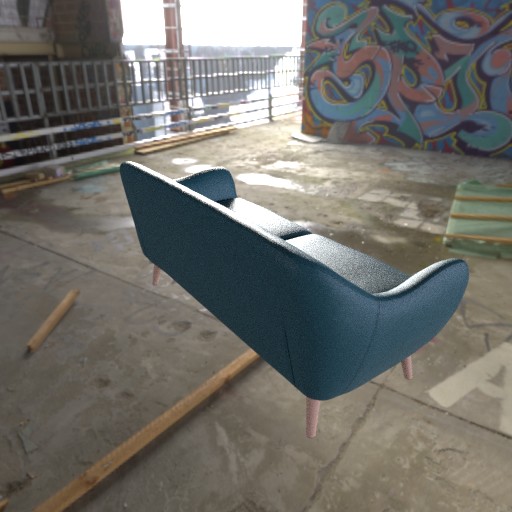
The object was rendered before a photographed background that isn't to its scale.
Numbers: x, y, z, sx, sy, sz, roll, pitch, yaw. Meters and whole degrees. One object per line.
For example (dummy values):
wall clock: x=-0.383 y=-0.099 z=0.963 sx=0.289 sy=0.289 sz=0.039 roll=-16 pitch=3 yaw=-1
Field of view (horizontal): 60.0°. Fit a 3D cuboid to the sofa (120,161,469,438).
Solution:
sofa: x=0.000 y=0.000 z=2.266 sx=0.820 sy=0.836 sz=1.840 roll=-17 pitch=30 yaw=-31
